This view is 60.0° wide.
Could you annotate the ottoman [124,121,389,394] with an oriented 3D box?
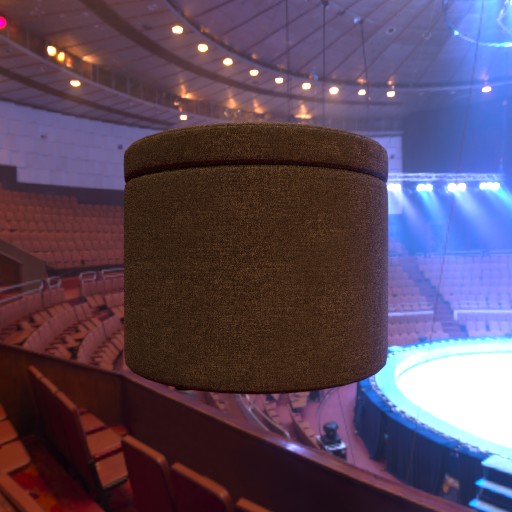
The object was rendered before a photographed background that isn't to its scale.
[{"bbox_3d":[0.000,0.000,0.872,0.500,0.419,0.500,0,0,0],"label":"ottoman"}]
